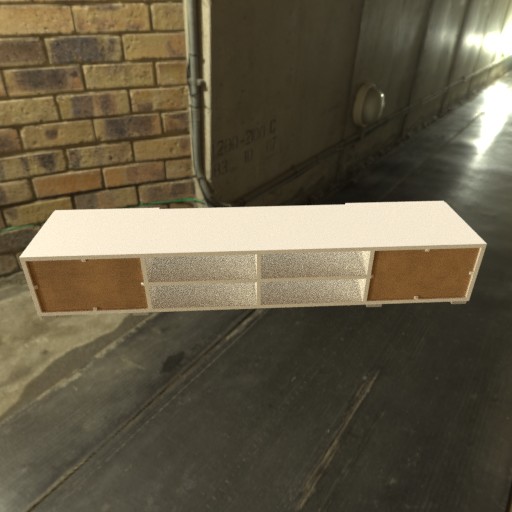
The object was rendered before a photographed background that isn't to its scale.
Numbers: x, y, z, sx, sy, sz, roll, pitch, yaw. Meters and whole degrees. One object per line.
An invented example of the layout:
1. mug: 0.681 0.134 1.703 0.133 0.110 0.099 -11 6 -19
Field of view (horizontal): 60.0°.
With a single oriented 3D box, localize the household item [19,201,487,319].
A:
1. household item: 0.000 0.000 2.010 1.850 0.310 0.420 -2 32 -3
